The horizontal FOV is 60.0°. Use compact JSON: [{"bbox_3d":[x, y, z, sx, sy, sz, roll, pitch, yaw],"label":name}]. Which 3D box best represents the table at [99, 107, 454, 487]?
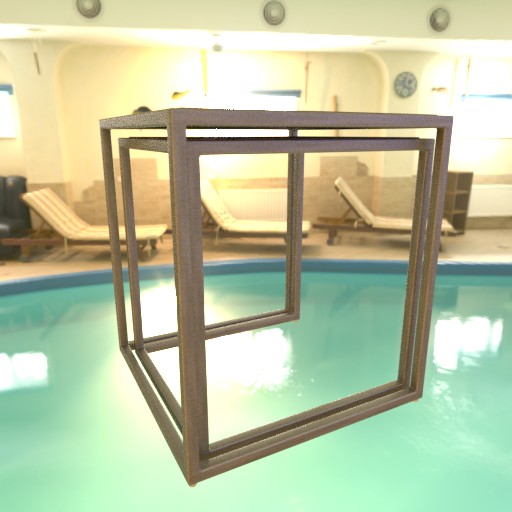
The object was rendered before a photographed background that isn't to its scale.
[{"bbox_3d":[0.000,0.000,0.832,0.449,0.500,0.450,-8,17,-27],"label":"table"}]
